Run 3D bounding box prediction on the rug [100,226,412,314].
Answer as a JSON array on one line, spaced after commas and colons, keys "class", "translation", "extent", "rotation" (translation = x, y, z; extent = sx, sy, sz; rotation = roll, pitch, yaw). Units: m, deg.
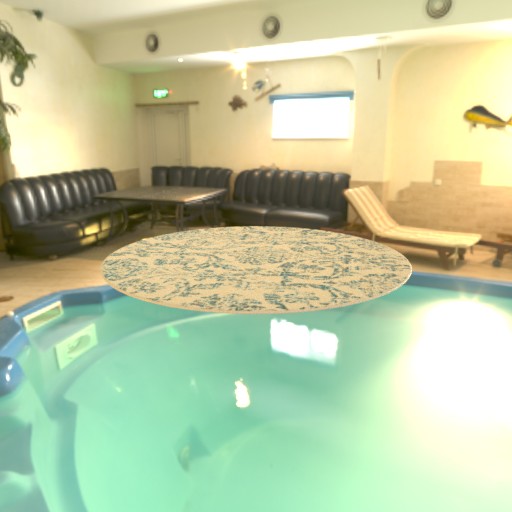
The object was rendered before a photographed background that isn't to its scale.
[{"class": "rug", "translation": [0.000, 0.000, 2.392], "extent": [1.593, 0.012, 1.593], "rotation": [0, 15, 0]}]
